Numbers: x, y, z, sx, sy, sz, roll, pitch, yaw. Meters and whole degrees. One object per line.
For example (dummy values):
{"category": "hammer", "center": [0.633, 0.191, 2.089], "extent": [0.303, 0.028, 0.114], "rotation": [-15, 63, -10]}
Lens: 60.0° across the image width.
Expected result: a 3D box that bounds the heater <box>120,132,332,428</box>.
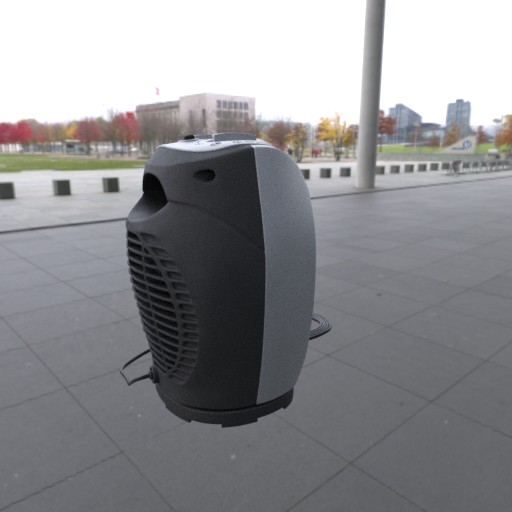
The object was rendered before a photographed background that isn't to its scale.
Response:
{"category": "heater", "center": [0.000, 0.000, 0.483], "extent": [0.291, 0.255, 0.239], "rotation": [-7, 15, -26]}
